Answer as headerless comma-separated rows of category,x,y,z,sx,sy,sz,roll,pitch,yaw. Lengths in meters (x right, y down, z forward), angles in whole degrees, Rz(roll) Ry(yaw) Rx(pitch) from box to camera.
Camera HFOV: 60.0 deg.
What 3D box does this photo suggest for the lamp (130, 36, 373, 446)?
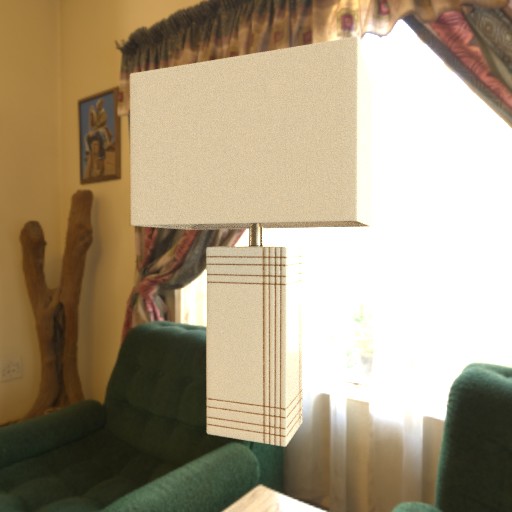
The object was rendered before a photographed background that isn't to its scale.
lamp,0.000,0.000,0.689,0.334,0.543,0.182,0,1,21
